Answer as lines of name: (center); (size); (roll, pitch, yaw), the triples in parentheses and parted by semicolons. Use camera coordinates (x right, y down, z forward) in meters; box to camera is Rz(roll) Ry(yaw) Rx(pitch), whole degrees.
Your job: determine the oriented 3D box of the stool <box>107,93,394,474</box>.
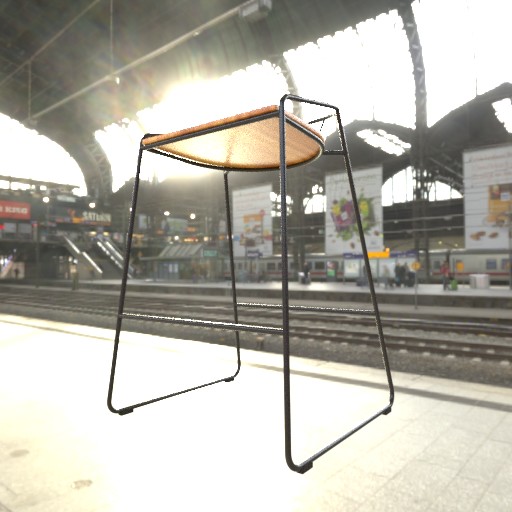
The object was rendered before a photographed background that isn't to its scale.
stool: (0.000, 0.000, 1.154); (0.546, 0.812, 0.521); (-1, -2, 37)
